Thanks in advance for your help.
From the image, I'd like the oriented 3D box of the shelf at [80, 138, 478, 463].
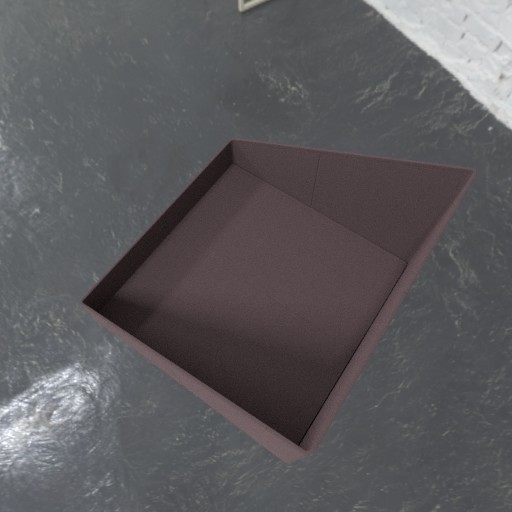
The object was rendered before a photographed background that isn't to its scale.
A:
[{"bbox_3d":[0.000,0.000,0.479,0.292,0.210,0.292,32,68,15],"label":"shelf"}]
